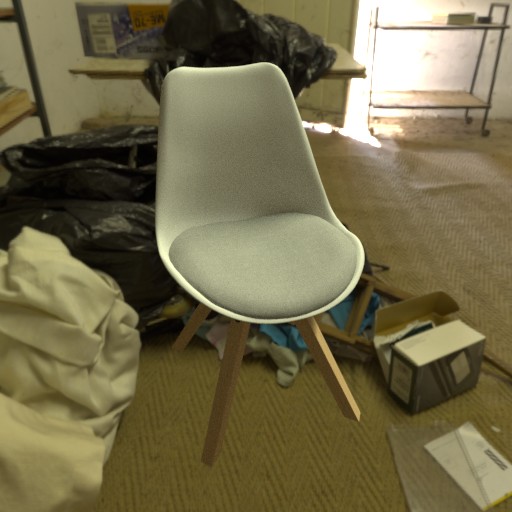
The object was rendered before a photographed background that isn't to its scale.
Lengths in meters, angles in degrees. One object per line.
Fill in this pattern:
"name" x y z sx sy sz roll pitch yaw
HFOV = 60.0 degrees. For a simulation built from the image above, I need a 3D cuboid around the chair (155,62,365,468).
"chair" 0.000 0.000 1.147 0.485 0.850 0.550 -10 33 -16
